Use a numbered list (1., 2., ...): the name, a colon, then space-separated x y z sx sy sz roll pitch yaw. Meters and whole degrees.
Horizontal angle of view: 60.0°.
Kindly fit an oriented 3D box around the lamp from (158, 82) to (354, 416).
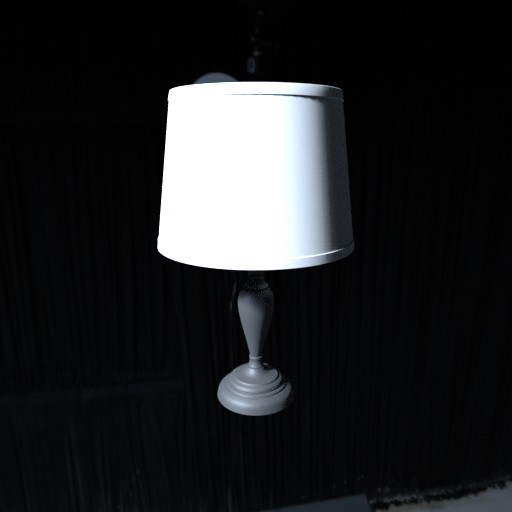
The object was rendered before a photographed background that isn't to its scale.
1. lamp: 0.000 0.000 0.721 0.310 0.501 0.310 0 15 0
